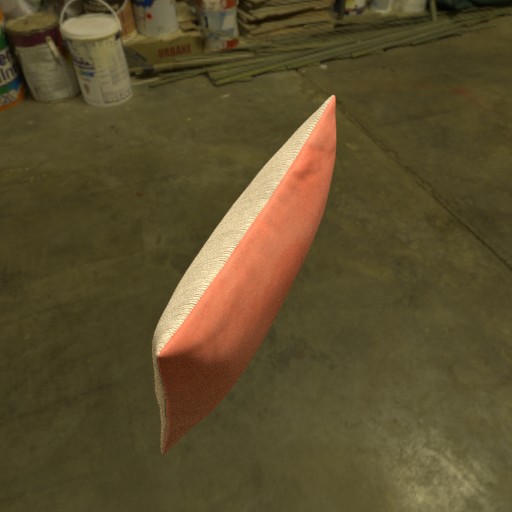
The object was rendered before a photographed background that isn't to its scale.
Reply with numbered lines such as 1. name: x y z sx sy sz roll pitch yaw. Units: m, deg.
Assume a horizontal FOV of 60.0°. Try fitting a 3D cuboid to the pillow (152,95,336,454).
1. pillow: 0.000 0.000 0.748 0.155 0.307 0.608 18 49 16
